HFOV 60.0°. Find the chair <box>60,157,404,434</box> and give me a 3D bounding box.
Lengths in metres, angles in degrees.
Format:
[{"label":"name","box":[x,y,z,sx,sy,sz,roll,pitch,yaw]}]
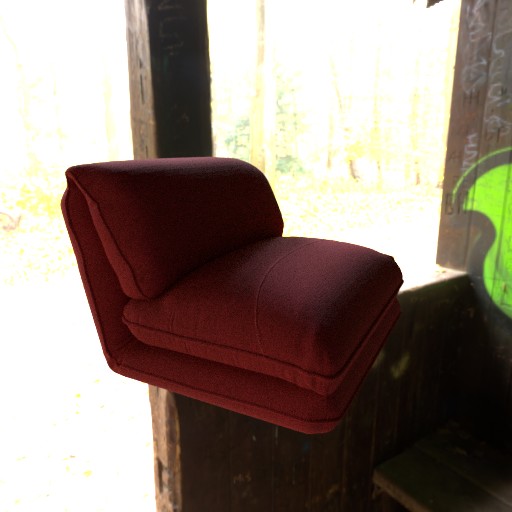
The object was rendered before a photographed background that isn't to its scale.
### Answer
[{"label":"chair","box":[0.000,0.000,1.353,0.780,0.580,0.820,7,15,27]}]
